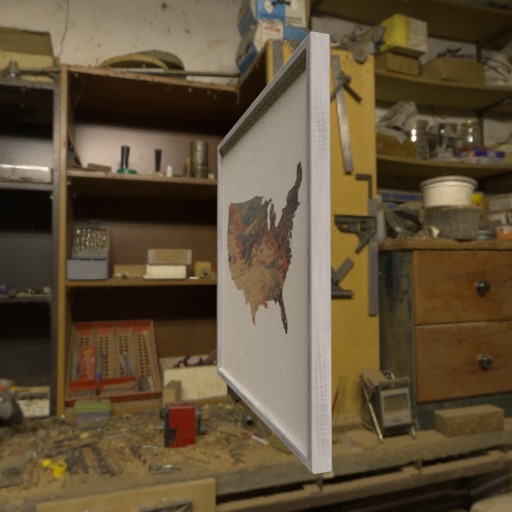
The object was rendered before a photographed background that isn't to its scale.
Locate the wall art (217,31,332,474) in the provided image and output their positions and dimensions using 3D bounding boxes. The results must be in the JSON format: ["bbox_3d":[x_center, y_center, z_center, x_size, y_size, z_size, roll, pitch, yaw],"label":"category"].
[{"bbox_3d":[0.000,0.000,0.449,0.015,0.303,0.303,1,-2,-17],"label":"wall art"}]
